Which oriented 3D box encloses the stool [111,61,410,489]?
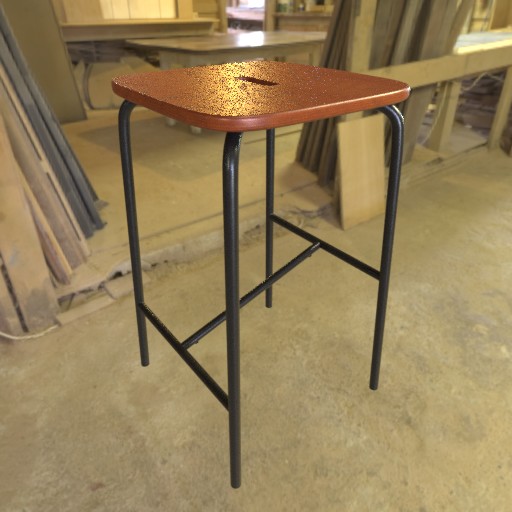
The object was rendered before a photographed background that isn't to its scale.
[{"bbox_3d":[0.000,0.000,0.819,0.376,0.610,0.376,-21,37,-31],"label":"stool"}]
